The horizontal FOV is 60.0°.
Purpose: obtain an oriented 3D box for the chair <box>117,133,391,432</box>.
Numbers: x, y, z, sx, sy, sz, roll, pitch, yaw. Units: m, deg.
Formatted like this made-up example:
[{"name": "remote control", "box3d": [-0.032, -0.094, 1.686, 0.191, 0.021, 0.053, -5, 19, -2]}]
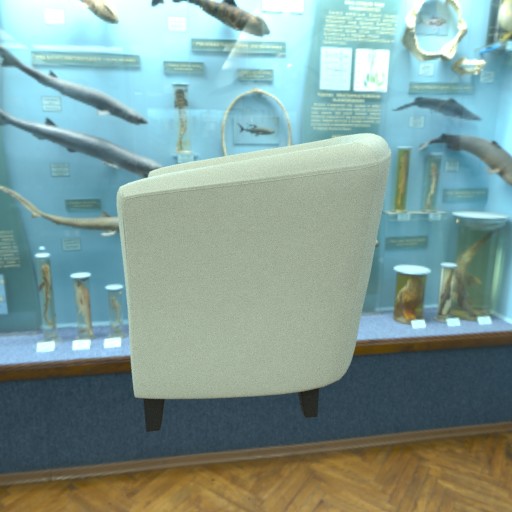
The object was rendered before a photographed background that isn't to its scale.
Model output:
[{"name": "chair", "box3d": [0.000, 0.000, 1.414, 0.727, 0.756, 0.792, -2, 13, -8]}]
